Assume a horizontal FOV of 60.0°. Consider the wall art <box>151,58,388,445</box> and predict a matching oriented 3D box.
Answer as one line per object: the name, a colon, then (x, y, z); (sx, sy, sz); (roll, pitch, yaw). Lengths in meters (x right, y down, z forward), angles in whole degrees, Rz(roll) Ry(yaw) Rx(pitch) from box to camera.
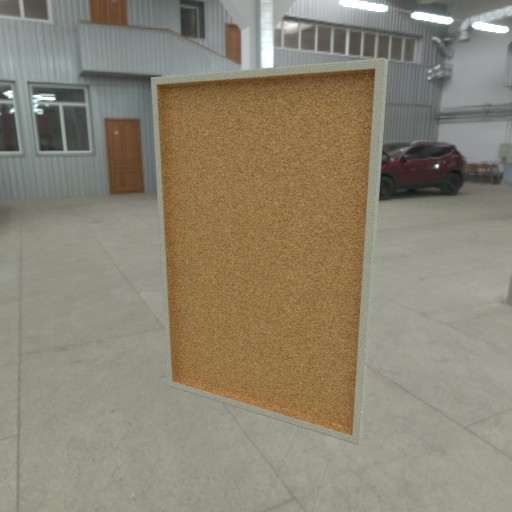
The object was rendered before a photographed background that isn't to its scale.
wall art: (0.000, 0.000, 1.170); (0.610, 0.914, 0.038); (7, 16, 27)
